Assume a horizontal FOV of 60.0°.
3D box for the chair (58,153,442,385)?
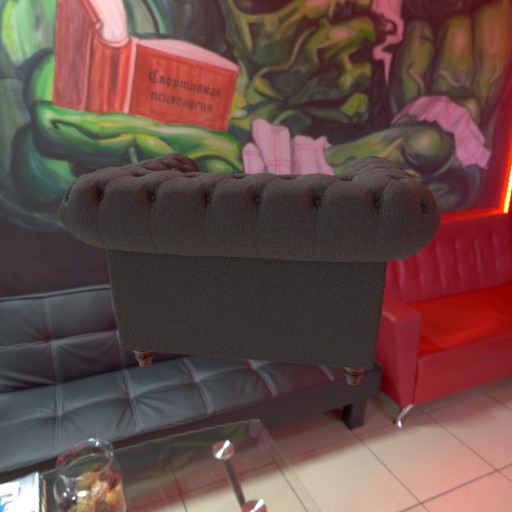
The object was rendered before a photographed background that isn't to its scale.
[{"bbox_3d":[0.000,0.000,1.848,1.270,0.770,0.976,3,17,9],"label":"chair"}]
